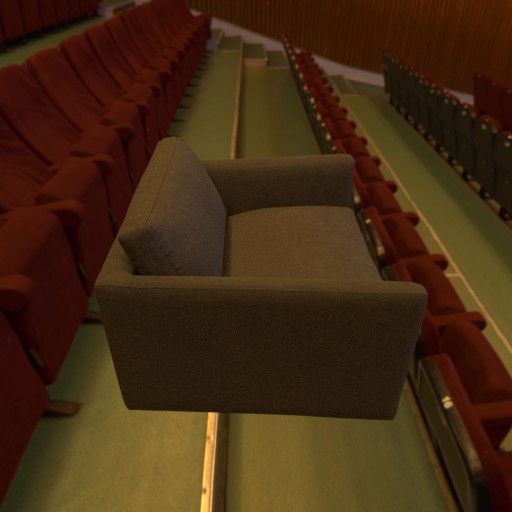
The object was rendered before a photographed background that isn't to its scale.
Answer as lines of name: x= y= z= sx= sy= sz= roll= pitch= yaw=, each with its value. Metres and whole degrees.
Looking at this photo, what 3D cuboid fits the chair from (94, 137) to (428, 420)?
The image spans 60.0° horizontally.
chair: x=0.000 y=0.000 z=1.975 sx=1.091 sy=0.845 sz=1.190 roll=-1 pitch=34 yaw=-1
